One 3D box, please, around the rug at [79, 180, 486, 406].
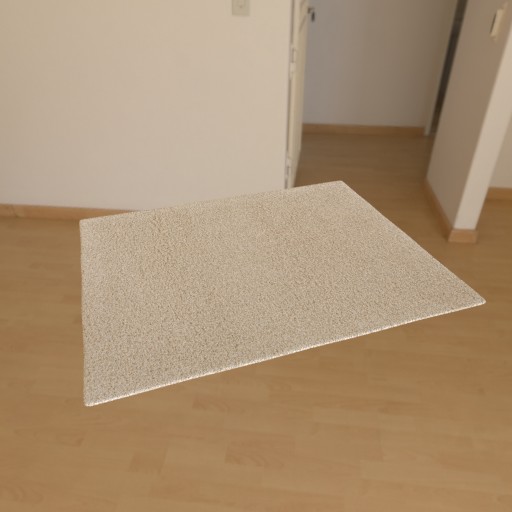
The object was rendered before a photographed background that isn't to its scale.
[{"bbox_3d":[0.000,0.000,4.065,3.047,0.029,2.438,-11,35,-16],"label":"rug"}]
